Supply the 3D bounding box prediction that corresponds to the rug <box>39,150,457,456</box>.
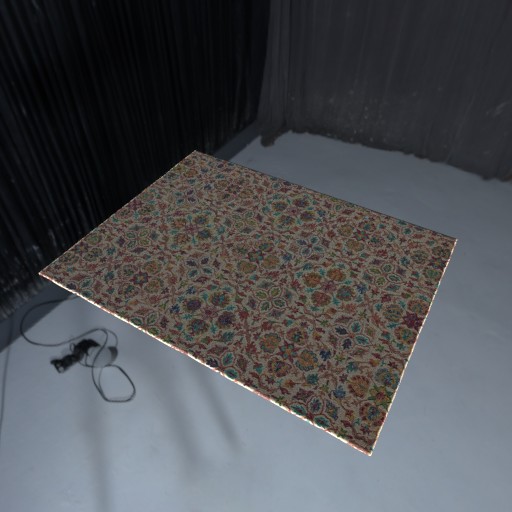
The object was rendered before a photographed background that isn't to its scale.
[{"bbox_3d":[0.000,0.000,4.248,3.215,0.020,2.446,23,49,21],"label":"rug"}]
